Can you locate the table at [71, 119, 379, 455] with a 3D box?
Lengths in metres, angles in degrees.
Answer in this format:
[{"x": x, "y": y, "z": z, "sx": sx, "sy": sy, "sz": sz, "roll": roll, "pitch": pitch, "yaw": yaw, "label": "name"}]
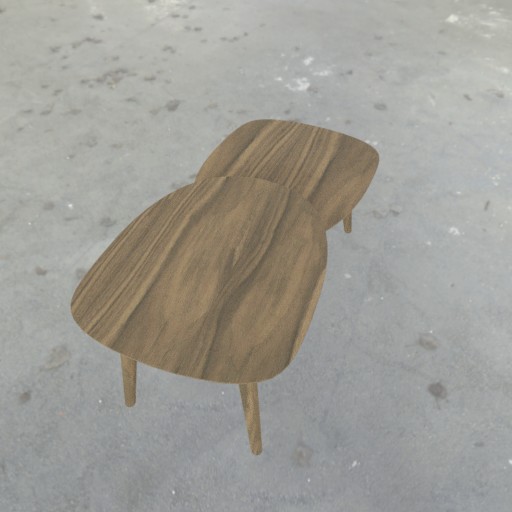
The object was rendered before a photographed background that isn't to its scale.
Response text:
[{"x": 0.000, "y": 0.000, "z": 1.351, "sx": 0.527, "sy": 0.429, "sz": 1.084, "roll": 17, "pitch": 48, "yaw": 16, "label": "table"}]
